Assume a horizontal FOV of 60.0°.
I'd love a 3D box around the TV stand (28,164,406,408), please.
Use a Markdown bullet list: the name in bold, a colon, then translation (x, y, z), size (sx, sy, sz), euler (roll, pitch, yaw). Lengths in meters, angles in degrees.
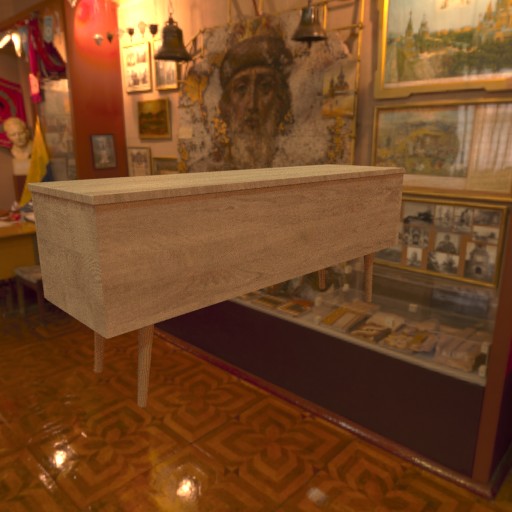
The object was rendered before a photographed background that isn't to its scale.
- **TV stand**: translation (0.000, 0.000, 1.548), size (1.313, 0.565, 0.401), euler (-14, 20, -43)
